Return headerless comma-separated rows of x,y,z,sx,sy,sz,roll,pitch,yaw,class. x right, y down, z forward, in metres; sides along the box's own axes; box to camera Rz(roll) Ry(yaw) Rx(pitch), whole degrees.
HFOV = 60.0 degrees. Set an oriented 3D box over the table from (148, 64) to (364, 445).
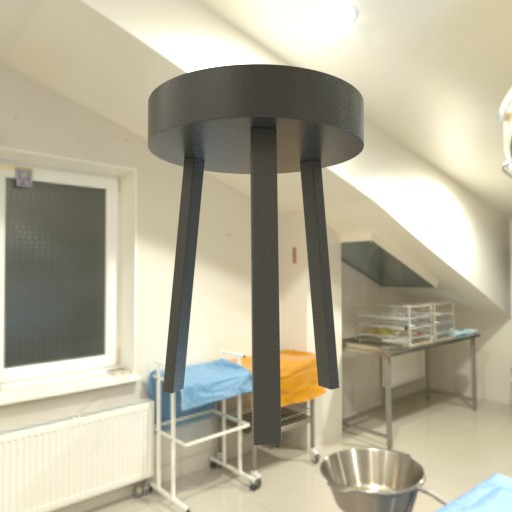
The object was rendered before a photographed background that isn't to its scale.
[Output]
0.000,0.000,0.852,0.406,0.559,0.406,0,-1,0,table
